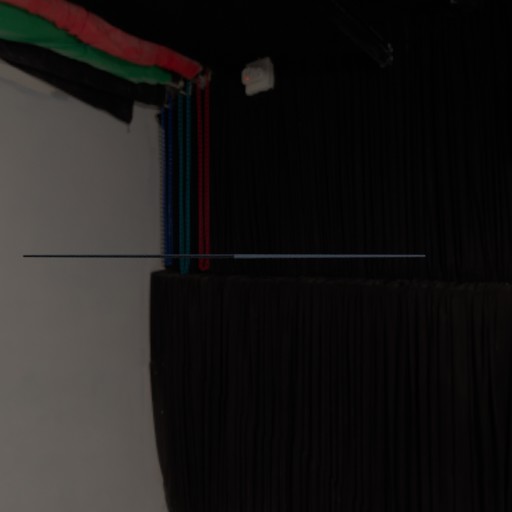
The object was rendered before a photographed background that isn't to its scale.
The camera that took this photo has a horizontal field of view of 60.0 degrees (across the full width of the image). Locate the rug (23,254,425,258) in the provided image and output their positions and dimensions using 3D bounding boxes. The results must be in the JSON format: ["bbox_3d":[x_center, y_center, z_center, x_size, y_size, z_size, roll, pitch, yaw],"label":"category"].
[{"bbox_3d":[0.000,0.000,2.917,1.528,0.014,2.294,0,0,37],"label":"rug"}]
